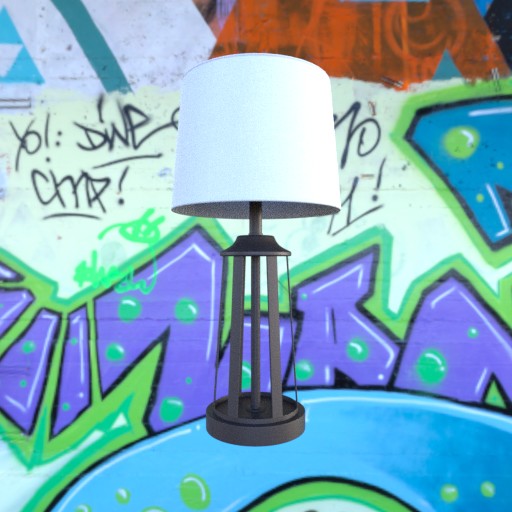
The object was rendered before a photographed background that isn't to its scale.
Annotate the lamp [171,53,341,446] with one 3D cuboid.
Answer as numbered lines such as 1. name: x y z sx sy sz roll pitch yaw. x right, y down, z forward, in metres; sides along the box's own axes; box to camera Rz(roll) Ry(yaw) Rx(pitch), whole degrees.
1. lamp: 0.000 0.000 0.666 0.251 0.509 0.251 0 0 0
